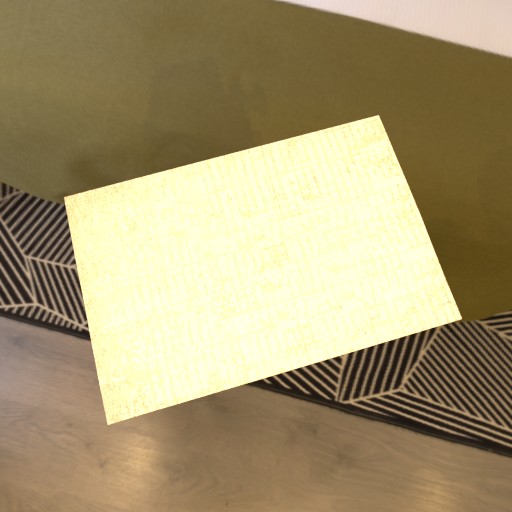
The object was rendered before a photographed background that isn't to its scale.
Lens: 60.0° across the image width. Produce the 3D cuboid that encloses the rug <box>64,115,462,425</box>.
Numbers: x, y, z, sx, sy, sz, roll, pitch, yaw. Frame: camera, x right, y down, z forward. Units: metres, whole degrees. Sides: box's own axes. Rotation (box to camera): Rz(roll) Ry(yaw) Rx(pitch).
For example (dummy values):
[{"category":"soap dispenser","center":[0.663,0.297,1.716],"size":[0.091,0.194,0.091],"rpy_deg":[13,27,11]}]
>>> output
[{"category":"rug","center":[0.000,0.000,2.329],"size":[1.827,0.007,1.211],"rpy_deg":[-16,76,-4]}]
